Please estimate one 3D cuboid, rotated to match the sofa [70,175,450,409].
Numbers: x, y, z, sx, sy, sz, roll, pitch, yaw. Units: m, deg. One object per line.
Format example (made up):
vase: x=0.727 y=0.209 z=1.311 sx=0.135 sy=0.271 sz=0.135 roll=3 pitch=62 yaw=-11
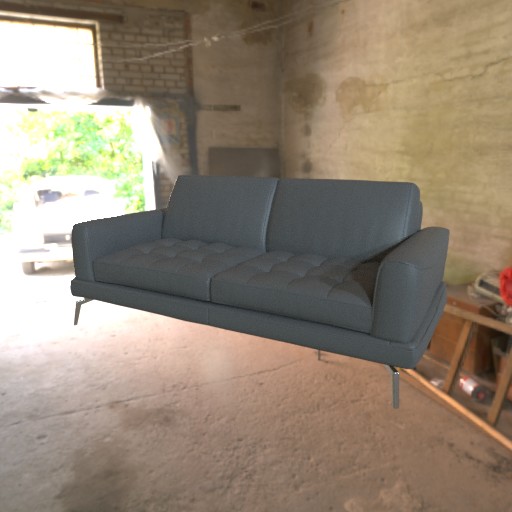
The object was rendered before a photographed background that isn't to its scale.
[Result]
sofa: x=0.000 y=0.000 z=2.757 sx=2.177 sy=0.930 sz=1.121 roll=7 pitch=15 yaw=28
